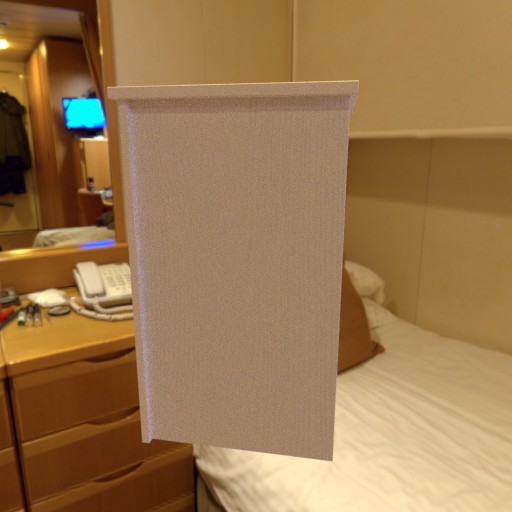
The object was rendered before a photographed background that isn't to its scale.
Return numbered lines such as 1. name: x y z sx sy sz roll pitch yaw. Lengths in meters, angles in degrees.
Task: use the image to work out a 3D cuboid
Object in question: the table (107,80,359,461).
1. table: 0.000 0.000 0.953 0.381 0.635 0.480 3 14 10
